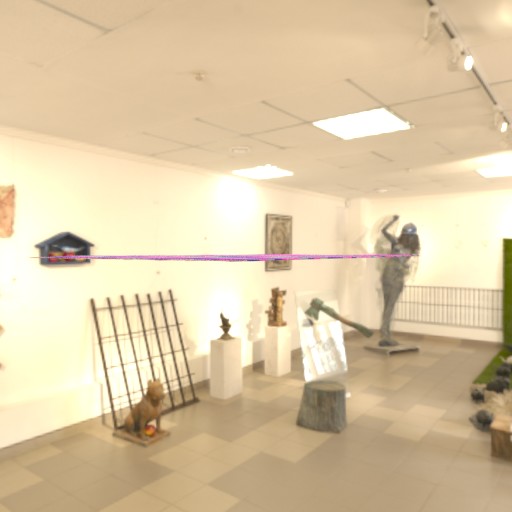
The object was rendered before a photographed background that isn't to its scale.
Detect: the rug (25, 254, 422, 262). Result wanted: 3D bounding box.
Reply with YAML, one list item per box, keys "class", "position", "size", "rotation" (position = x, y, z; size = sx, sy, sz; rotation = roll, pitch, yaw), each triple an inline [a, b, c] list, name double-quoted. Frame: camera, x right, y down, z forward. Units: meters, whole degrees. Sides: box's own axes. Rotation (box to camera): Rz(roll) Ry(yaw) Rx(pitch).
- class: "rug"
  position: [0.000, 0.000, 2.983]
  size: [1.539, 0.013, 2.350]
  rotation: [0, 1, 37]
